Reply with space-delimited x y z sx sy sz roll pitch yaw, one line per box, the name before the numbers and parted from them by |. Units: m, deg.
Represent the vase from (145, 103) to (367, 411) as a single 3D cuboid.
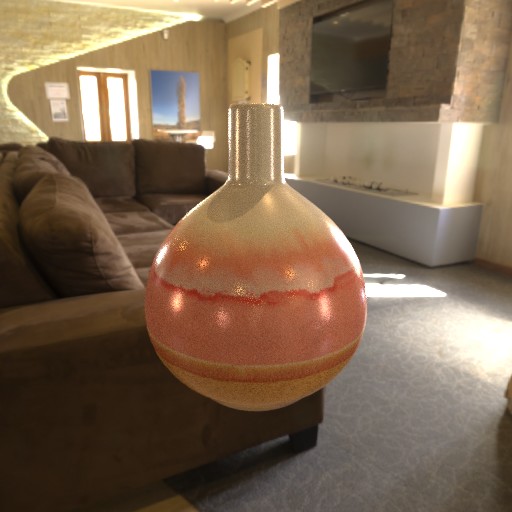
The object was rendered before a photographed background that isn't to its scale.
vase | 0.000 0.000 0.272 0.137 0.176 0.137 0 17 0
